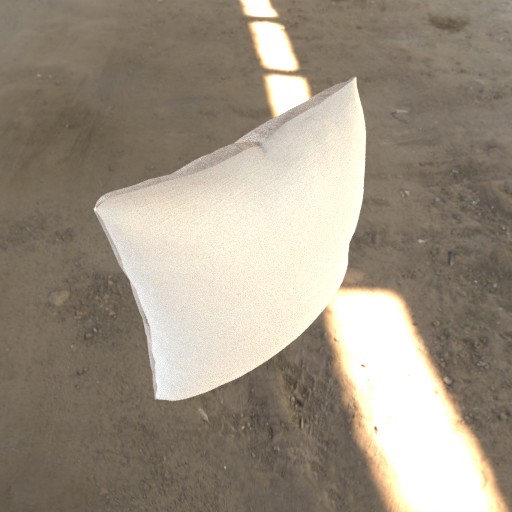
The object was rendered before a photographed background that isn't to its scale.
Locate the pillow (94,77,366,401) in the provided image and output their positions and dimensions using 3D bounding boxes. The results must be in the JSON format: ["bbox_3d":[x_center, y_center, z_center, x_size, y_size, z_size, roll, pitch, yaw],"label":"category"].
[{"bbox_3d":[0.000,0.000,0.715,0.450,0.448,0.245,-33,55,-27],"label":"pillow"}]
